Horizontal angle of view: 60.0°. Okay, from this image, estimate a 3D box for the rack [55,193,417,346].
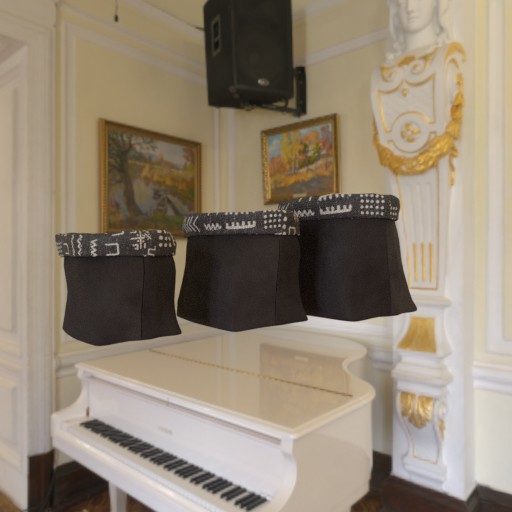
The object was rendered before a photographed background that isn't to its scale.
[{"bbox_3d":[0.000,0.000,1.109,0.905,0.323,0.379,0,0,-37],"label":"rack"}]
